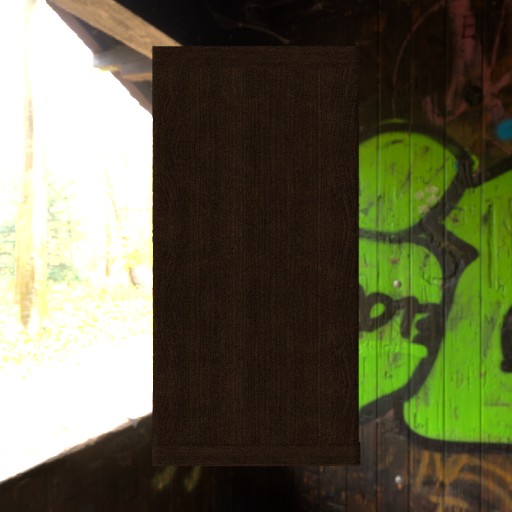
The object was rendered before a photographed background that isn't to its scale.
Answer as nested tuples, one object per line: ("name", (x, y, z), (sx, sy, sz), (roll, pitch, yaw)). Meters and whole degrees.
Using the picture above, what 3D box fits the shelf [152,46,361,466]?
("shelf", (0.000, 0.000, 1.225), (0.390, 0.786, 0.790), (0, 0, 0))
